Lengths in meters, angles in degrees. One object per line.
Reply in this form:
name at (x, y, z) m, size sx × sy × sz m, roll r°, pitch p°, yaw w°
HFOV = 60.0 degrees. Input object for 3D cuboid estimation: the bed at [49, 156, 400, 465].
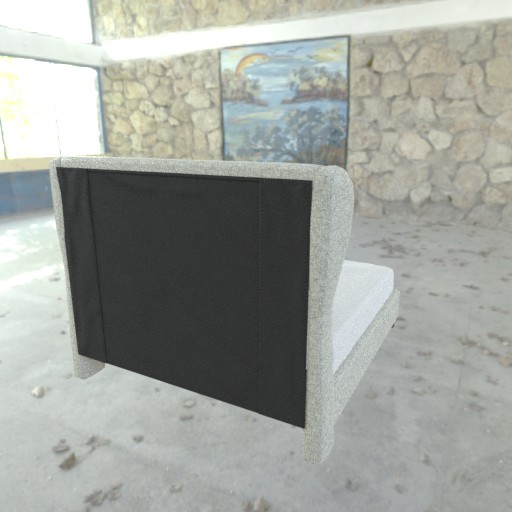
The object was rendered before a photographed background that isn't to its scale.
bed at (0.000, 0.000, 3.902) m, size 2.219 × 1.771 × 2.347 m, roll 8°, pitch 18°, yaw 27°
